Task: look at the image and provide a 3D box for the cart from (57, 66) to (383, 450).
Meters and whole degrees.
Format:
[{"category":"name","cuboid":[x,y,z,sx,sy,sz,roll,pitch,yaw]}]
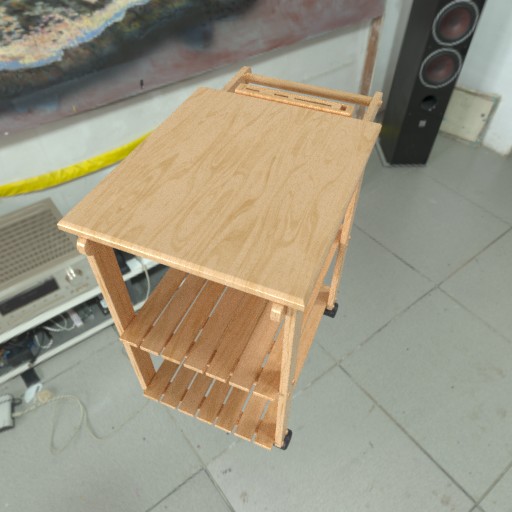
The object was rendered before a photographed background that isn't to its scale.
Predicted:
[{"category":"cart","cuboid":[0.000,0.000,1.358,0.520,0.816,0.843,17,50,15]}]
